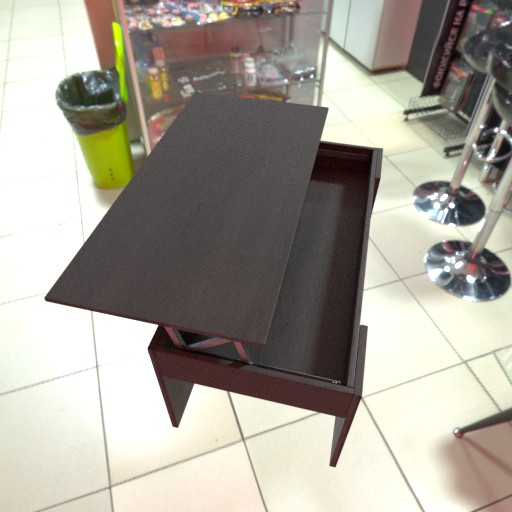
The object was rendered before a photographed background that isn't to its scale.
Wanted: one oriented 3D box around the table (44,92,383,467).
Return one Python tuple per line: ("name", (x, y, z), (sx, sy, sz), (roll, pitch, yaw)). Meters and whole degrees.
("table", (0.000, 0.000, 1.452), (0.711, 0.570, 1.000), (10, 47, 10))
